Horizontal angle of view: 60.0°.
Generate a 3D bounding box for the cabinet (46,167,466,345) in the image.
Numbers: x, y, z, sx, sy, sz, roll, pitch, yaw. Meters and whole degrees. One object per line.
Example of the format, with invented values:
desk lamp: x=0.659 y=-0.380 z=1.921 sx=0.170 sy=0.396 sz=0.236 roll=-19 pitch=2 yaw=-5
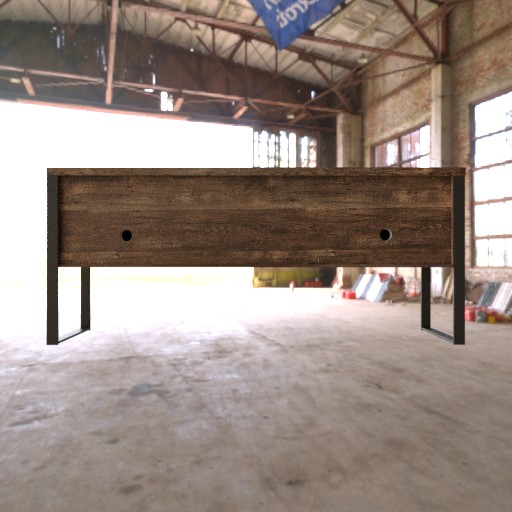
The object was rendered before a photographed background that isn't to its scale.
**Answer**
cabinet: x=0.000 y=0.000 z=2.097 sx=1.800 sy=0.762 sz=0.395 roll=0 pitch=0 yaw=0
